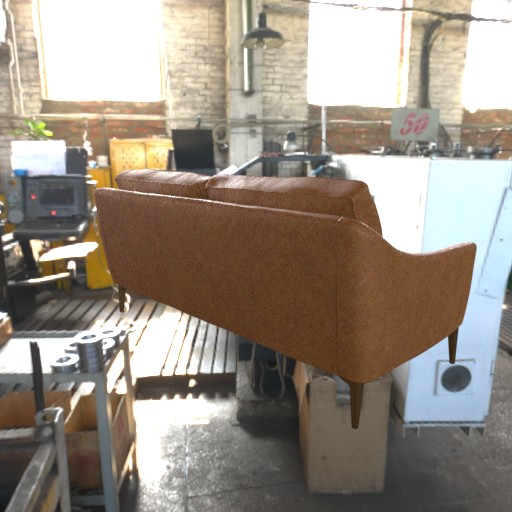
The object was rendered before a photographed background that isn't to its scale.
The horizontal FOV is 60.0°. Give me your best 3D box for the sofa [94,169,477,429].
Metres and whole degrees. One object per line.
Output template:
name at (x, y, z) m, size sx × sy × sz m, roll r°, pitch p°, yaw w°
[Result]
sofa at (0.000, 0.000, 2.486) m, size 2.036 × 0.945 × 0.981 m, roll 13°, pitch 18°, yaw 43°
